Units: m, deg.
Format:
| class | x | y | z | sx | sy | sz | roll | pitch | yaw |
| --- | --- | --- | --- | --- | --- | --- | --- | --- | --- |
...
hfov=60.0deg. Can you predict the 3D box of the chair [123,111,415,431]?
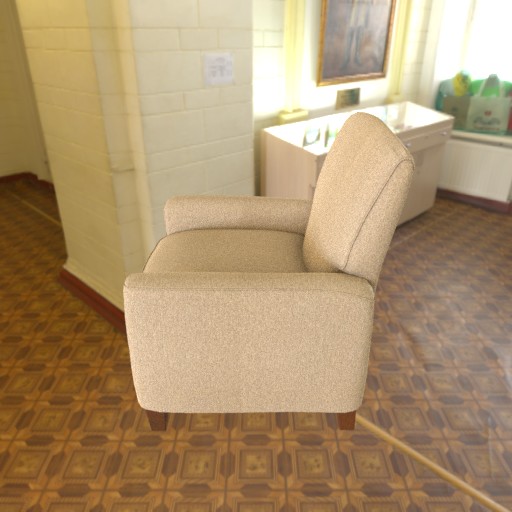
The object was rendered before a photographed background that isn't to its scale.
| class | x | y | z | sx | sy | sz | roll | pitch | yaw |
| --- | --- | --- | --- | --- | --- | --- | --- | --- | --- |
| chair | 0.000 | 0.000 | 1.678 | 0.864 | 1.014 | 0.848 | 0 | 26 | 0 |
